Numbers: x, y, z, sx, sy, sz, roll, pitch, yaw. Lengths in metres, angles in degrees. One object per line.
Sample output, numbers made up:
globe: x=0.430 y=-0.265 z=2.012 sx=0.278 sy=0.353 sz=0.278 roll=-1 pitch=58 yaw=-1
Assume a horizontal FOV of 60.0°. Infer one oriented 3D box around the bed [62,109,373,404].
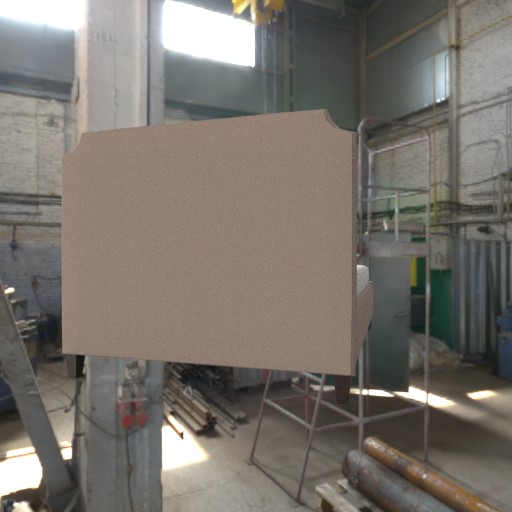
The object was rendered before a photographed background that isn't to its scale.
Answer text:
bed: x=0.000 y=0.000 z=3.463 sx=1.713 sy=1.443 sz=2.372 roll=0 pitch=0 yaw=17
